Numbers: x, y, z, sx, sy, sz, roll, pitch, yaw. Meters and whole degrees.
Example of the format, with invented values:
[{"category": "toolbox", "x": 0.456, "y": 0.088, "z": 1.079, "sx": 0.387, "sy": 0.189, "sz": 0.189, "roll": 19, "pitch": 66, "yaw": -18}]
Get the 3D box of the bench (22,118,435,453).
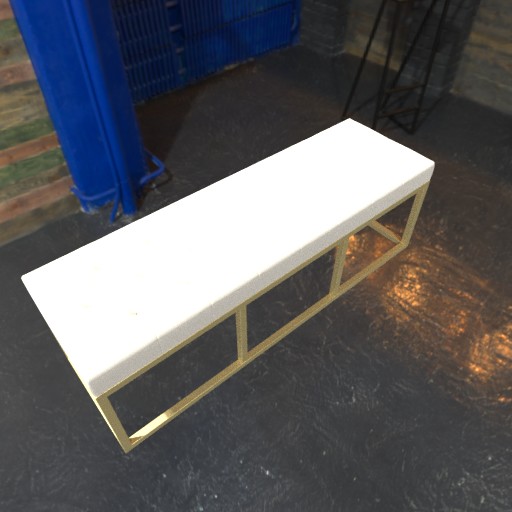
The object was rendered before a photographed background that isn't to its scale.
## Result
[{"category": "bench", "x": 0.000, "y": 0.000, "z": 1.695, "sx": 1.473, "sy": 0.484, "sz": 0.457, "roll": -31, "pitch": 54, "yaw": -26}]
